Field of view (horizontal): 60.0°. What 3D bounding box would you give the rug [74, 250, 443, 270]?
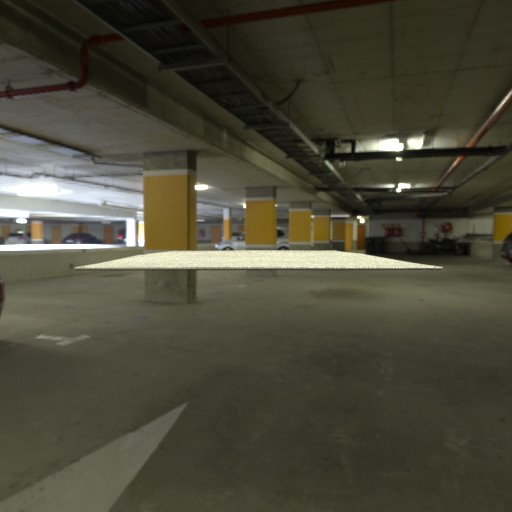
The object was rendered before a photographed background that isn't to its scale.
[{"bbox_3d":[0.000,0.000,2.275,1.159,0.021,1.789,0,2,0],"label":"rug"}]
